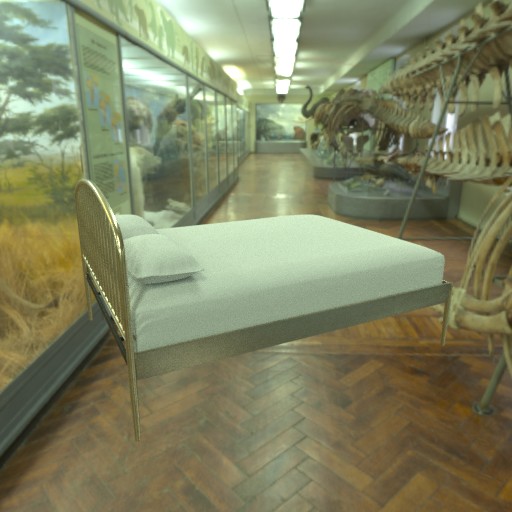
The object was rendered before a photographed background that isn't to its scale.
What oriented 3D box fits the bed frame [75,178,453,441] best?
[{"bbox_3d":[0.000,0.000,3.136,2.152,1.175,1.612,-8,18,-26],"label":"bed frame"}]
